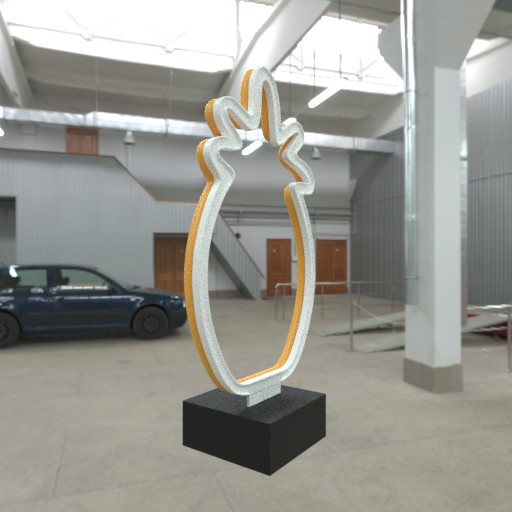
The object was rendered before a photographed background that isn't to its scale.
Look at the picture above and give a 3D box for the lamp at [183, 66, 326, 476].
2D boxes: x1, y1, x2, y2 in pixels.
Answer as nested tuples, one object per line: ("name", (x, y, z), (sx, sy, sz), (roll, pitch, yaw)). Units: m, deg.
("lamp", (0.000, 0.000, 0.380), (0.088, 0.317, 0.167), (0, 0, 36))
